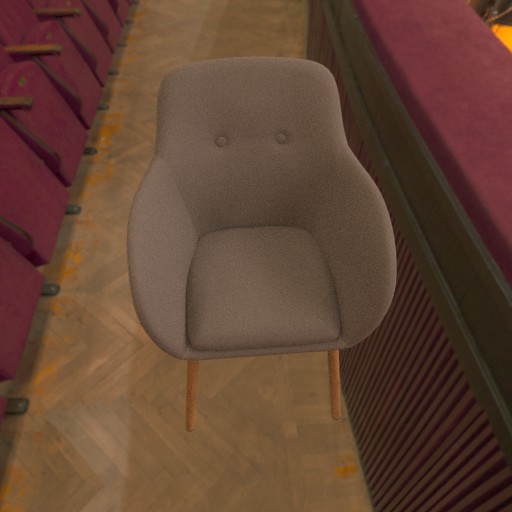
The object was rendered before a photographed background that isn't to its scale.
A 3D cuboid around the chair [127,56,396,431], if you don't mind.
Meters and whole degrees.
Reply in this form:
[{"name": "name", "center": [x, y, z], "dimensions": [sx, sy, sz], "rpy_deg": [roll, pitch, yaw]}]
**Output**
[{"name": "chair", "center": [0.000, 0.000, 1.198], "dimensions": [0.570, 0.830, 0.590], "rpy_deg": [-3, 47, -3]}]
